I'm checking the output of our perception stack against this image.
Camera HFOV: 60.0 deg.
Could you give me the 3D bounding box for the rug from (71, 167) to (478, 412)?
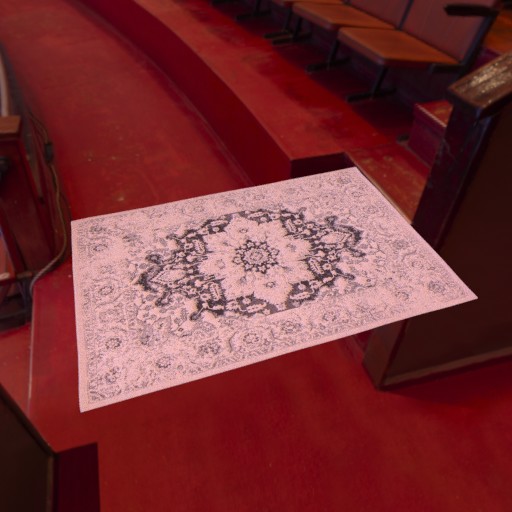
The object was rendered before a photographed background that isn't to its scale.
[{"bbox_3d":[0.000,0.000,2.306,1.813,0.008,1.223,-13,45,-14],"label":"rug"}]
